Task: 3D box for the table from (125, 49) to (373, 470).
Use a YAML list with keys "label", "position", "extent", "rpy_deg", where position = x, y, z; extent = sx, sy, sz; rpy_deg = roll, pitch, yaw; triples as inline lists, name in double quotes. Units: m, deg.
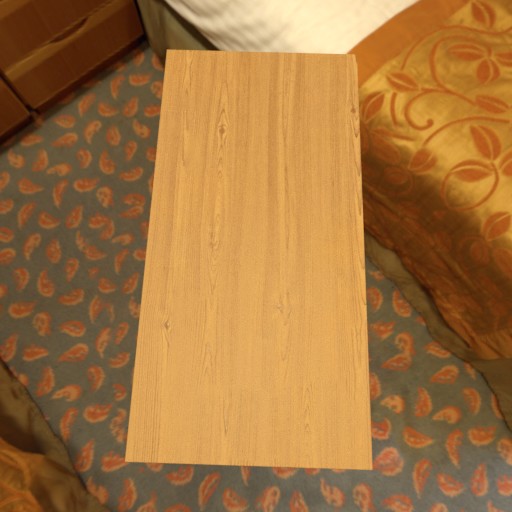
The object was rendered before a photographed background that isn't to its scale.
- label: "table"
  position: [0.000, 0.000, 2.213]
  extent: [0.901, 0.750, 1.797]
  rpy_deg: [2, 74, 0]
